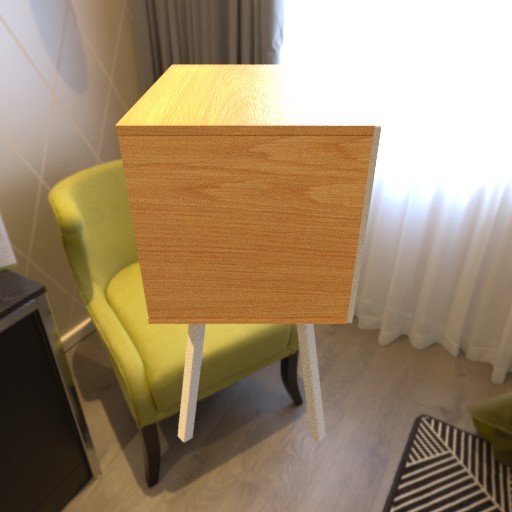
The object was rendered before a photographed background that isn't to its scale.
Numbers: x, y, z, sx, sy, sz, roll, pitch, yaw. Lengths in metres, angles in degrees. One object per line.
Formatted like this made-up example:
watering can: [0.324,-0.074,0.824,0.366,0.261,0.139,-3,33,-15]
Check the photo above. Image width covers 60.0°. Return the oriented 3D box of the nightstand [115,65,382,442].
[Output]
nightstand: [0.000,0.000,0.828,0.316,0.601,0.400,0,32,0]
